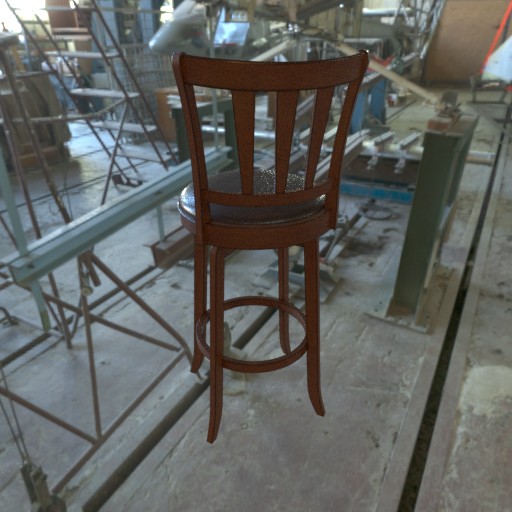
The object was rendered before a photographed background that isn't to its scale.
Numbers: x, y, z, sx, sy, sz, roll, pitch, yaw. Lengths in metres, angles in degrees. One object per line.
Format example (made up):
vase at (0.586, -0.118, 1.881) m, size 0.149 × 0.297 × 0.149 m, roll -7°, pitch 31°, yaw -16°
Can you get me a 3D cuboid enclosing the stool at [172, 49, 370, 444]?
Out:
stool at (0.000, 0.000, 1.383) m, size 0.464 × 1.177 × 0.503 m, roll -8°, pitch 28°, yaw -15°
